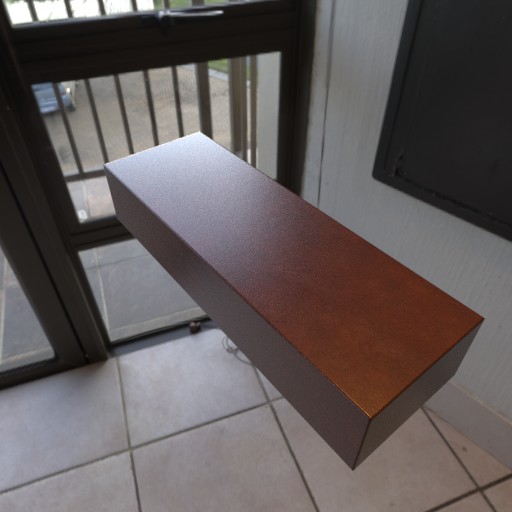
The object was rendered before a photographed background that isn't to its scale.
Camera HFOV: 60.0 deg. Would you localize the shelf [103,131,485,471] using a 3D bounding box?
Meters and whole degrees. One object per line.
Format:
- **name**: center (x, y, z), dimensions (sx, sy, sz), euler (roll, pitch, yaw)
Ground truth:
- **shelf**: center (0.000, 0.000, 0.518), dimensions (0.152, 0.088, 0.457), euler (-28, 49, -28)
